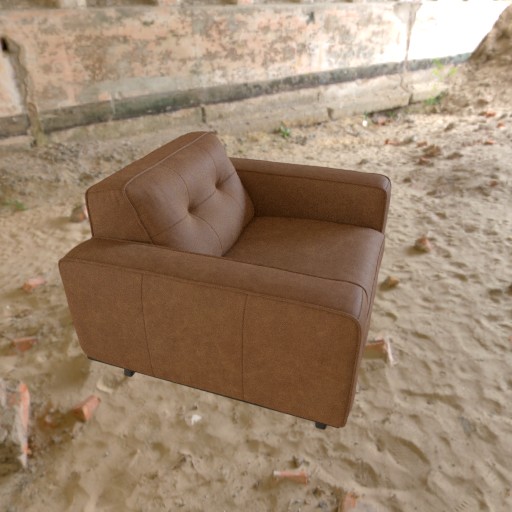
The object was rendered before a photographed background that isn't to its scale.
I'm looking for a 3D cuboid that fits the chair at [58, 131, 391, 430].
[{"bbox_3d":[0.000,0.000,1.753,0.952,0.782,1.118,10,32,16],"label":"chair"}]
